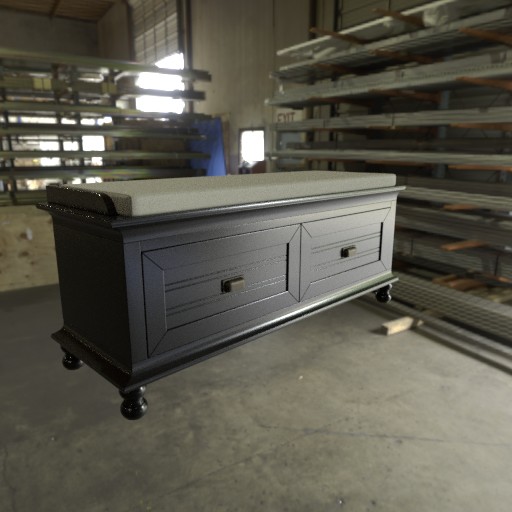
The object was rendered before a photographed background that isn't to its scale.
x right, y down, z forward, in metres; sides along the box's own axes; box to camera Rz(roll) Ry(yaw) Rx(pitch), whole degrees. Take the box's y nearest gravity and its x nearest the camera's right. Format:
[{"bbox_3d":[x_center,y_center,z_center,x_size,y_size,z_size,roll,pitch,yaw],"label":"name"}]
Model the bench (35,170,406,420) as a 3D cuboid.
[{"bbox_3d":[0.000,0.000,1.442,1.185,0.501,0.402,-13,19,-43],"label":"bench"}]
